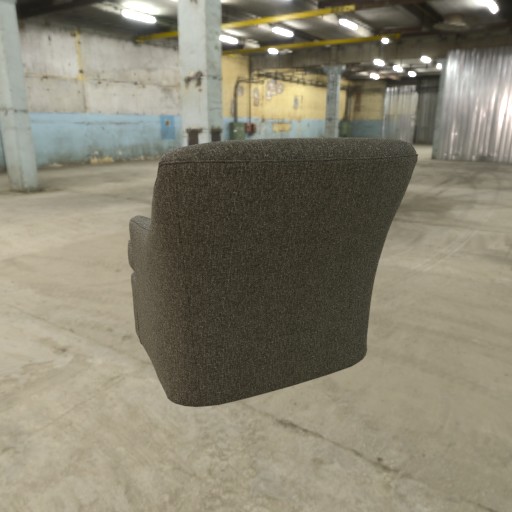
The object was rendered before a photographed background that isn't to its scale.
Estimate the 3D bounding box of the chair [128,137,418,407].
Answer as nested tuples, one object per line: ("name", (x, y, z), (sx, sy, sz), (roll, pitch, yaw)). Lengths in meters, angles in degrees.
("chair", (0.000, 0.000, 1.639), (0.864, 0.856, 0.923), (-8, 17, -26))
